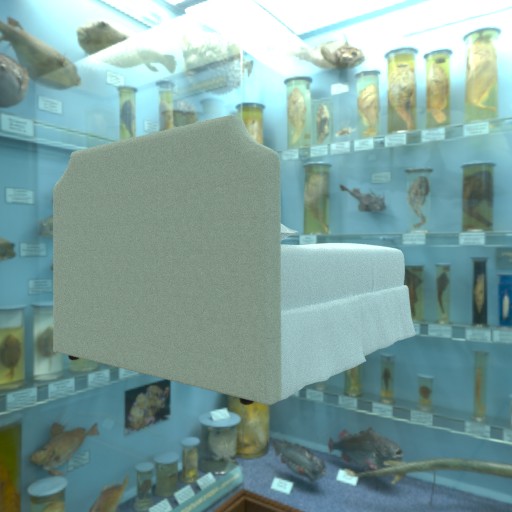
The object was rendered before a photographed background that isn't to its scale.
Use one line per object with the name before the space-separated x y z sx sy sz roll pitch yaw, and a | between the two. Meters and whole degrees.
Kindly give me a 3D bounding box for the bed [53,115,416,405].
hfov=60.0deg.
bed | 0.000 0.000 3.174 1.693 1.290 2.116 0 1 36
